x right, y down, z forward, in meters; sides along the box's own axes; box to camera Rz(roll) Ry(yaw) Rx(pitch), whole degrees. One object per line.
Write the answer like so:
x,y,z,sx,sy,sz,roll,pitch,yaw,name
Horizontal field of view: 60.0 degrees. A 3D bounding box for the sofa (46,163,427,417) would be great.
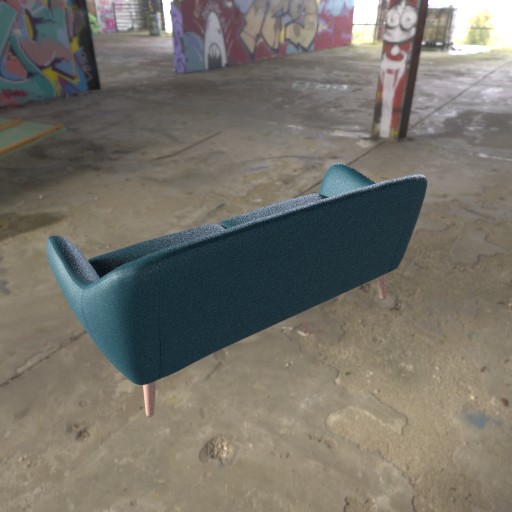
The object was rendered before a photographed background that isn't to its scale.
0.000,0.000,2.283,1.840,0.836,0.820,-19,36,-30,sofa
